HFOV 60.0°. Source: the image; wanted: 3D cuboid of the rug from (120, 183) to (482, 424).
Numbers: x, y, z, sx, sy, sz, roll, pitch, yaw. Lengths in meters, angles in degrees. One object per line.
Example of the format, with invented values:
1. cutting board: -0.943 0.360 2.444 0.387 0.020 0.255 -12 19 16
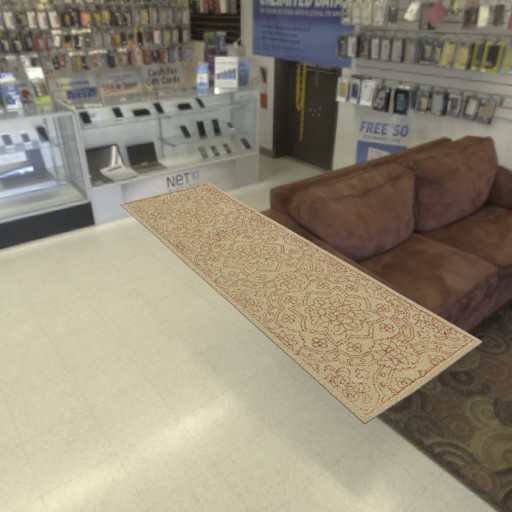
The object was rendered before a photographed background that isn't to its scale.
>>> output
1. rug: 0.000 0.000 2.656 0.769 0.012 2.448 -20 36 -30
